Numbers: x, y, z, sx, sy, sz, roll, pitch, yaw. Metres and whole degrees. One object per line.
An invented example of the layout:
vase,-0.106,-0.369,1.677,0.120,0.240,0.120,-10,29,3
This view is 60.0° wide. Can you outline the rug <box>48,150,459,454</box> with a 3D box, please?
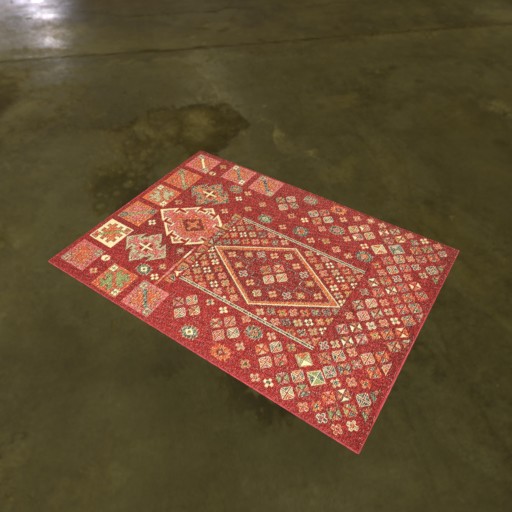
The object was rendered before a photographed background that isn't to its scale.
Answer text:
rug,0.000,0.000,2.900,2.184,0.007,1.579,26,51,23
